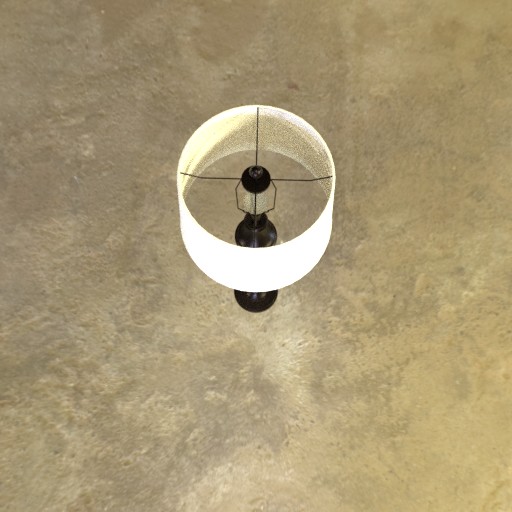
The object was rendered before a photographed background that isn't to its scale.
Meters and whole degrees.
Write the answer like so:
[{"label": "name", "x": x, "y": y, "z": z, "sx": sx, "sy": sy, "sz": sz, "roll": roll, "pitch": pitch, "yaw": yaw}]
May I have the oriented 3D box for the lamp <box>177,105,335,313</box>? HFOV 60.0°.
[{"label": "lamp", "x": 0.000, "y": 0.000, "z": 1.680, "sx": 0.431, "sy": 1.484, "sz": 0.431, "roll": 0, "pitch": 75, "yaw": 0}]
